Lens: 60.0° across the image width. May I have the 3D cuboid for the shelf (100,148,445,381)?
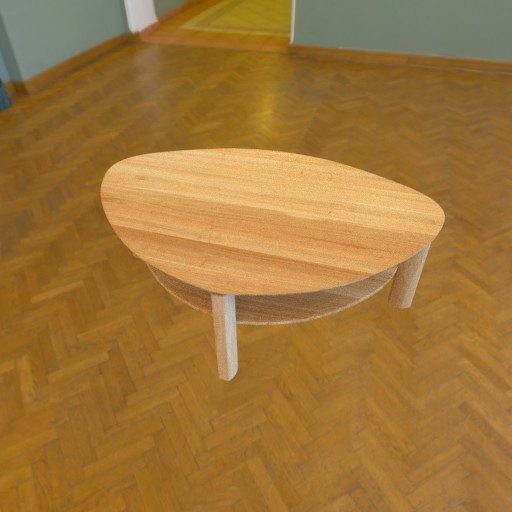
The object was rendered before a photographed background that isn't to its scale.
[{"bbox_3d":[0.000,0.000,1.665,1.246,0.440,0.845,10,41,12],"label":"shelf"}]
